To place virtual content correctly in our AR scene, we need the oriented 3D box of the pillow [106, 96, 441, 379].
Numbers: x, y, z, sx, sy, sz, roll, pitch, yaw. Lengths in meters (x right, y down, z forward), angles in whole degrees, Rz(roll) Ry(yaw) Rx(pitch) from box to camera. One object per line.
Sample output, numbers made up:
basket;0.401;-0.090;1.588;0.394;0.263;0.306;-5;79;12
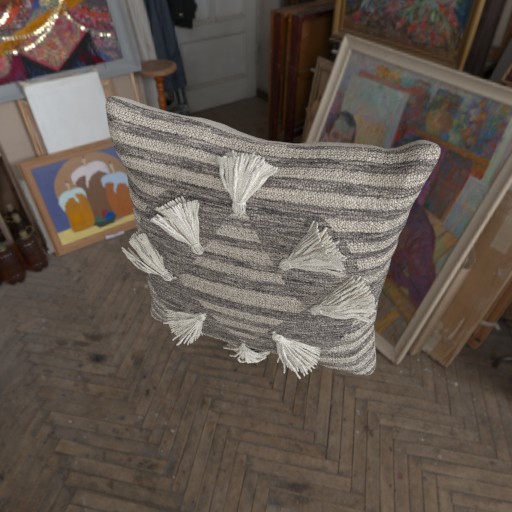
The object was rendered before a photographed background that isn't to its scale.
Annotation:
pillow;0.000;0.000;0.761;0.484;0.490;0.234;12;43;13
